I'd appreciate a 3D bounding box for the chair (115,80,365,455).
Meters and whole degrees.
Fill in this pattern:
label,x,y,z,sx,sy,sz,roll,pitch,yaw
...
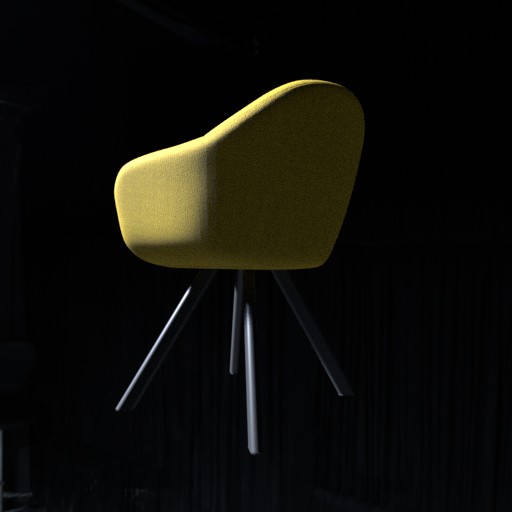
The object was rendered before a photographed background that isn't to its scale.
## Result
label,x,y,z,sx,sy,sz,roll,pitch,yaw
chair,0.000,0.000,1.187,0.550,0.795,0.590,0,0,36
